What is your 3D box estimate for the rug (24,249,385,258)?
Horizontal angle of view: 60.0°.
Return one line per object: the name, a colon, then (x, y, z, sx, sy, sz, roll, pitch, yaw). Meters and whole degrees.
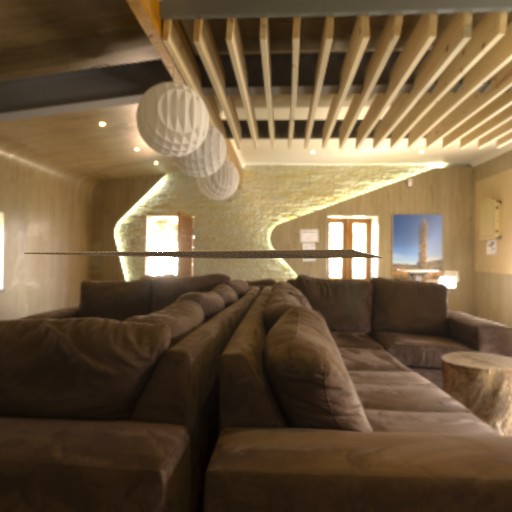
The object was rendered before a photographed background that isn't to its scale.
rug: (0.000, 0.000, 2.333, 1.219, 0.005, 1.828, 0, -1, 19)
